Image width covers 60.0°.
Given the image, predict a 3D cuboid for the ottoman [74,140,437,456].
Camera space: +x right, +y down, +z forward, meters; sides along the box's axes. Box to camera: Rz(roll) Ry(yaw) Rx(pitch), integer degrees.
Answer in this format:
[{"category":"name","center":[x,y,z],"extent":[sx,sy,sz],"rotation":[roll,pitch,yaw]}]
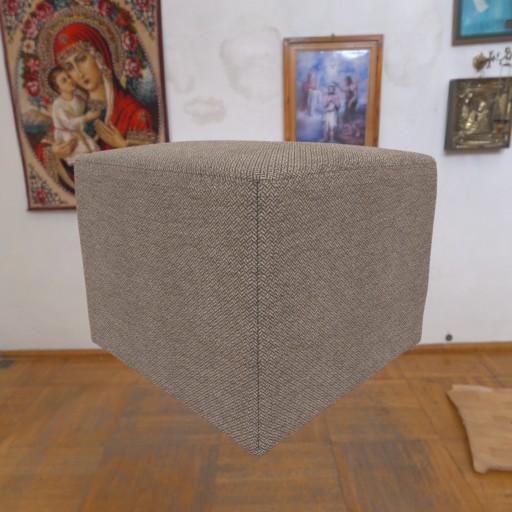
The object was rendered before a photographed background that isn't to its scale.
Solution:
[{"category":"ottoman","center":[0.000,0.000,0.901],"extent":[0.519,0.453,0.512],"rotation":[15,22,43]}]
